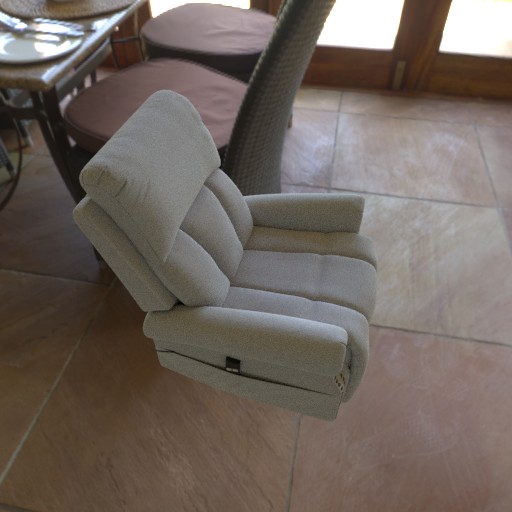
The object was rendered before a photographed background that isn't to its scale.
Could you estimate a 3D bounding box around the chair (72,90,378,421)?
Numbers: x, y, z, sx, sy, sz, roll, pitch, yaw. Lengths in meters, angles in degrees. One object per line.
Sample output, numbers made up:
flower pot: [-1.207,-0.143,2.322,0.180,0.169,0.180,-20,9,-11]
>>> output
chair: [0.000,0.000,1.737,0.979,1.031,0.871,10,46,10]
